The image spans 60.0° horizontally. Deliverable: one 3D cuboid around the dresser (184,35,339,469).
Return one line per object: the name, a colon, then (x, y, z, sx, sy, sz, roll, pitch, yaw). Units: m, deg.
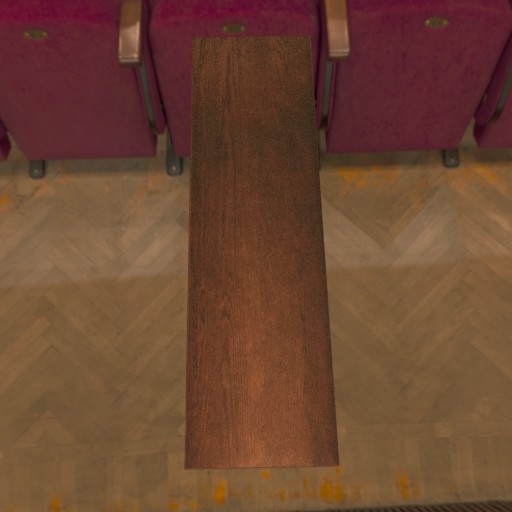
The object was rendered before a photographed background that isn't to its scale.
dresser: (0.000, 0.000, 1.935, 0.463, 0.856, 1.551, -1, 74, 0)
